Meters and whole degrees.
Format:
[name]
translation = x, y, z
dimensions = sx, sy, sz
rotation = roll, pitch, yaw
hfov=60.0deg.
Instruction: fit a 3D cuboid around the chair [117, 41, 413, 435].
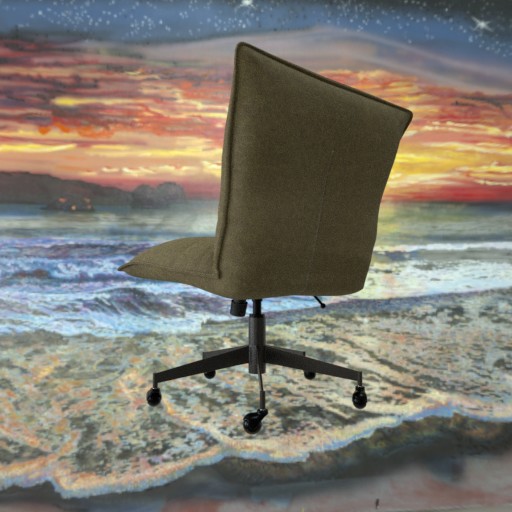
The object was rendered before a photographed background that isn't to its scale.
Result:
[chair]
translation = 0.000, 0.000, 1.293
dimensions = 0.597, 0.811, 0.696
rotation = 2, -3, -37
